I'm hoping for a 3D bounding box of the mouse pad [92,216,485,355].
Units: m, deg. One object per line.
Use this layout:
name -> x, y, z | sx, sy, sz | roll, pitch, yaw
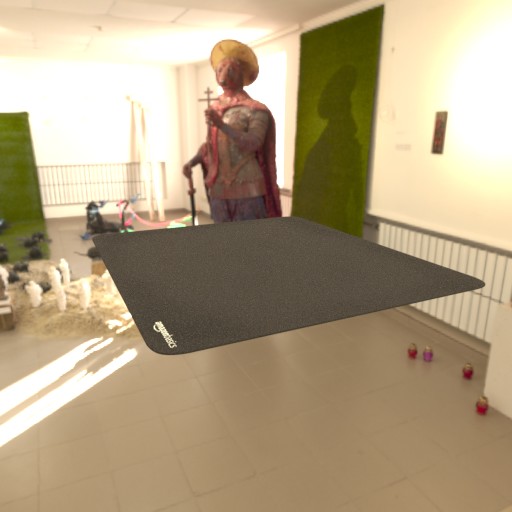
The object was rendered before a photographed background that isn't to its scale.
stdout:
mouse pad -> 0.000, 0.000, 0.622 | 0.393, 0.002, 0.451 | -8, 18, -25
